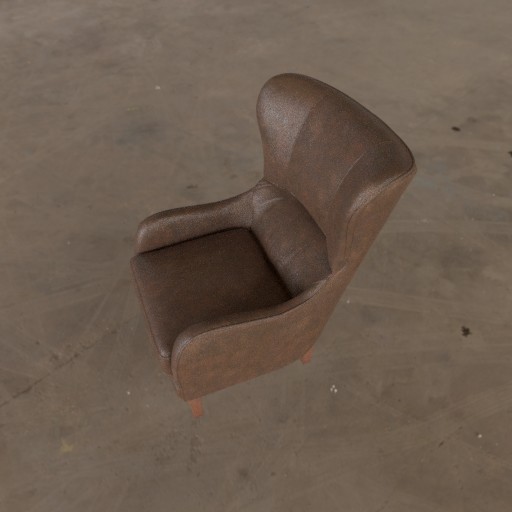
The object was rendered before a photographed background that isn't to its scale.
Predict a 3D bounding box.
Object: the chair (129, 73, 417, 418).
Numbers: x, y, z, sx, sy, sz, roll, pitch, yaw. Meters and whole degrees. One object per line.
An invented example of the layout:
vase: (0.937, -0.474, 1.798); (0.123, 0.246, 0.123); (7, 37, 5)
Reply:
chair: (0.000, 0.000, 1.669); (0.914, 1.048, 0.692); (-17, 49, -15)
